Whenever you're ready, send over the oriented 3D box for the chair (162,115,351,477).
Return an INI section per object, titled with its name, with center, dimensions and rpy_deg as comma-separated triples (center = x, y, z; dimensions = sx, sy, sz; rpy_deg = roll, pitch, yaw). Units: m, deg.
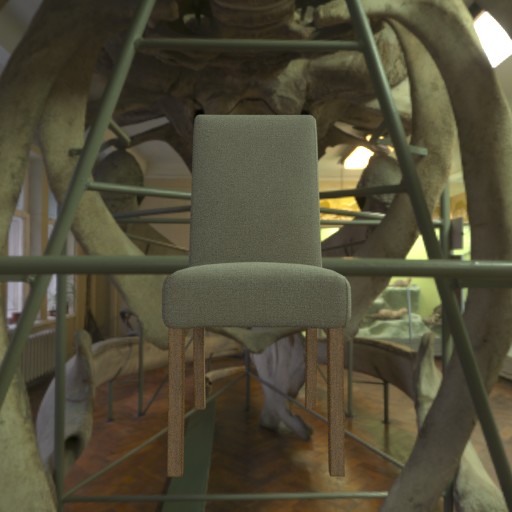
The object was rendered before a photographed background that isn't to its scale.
[chair]
center = 0.000, 0.000, 1.335
dimensions = 0.450, 1.033, 0.611
rpy_deg = 0, -1, 0
